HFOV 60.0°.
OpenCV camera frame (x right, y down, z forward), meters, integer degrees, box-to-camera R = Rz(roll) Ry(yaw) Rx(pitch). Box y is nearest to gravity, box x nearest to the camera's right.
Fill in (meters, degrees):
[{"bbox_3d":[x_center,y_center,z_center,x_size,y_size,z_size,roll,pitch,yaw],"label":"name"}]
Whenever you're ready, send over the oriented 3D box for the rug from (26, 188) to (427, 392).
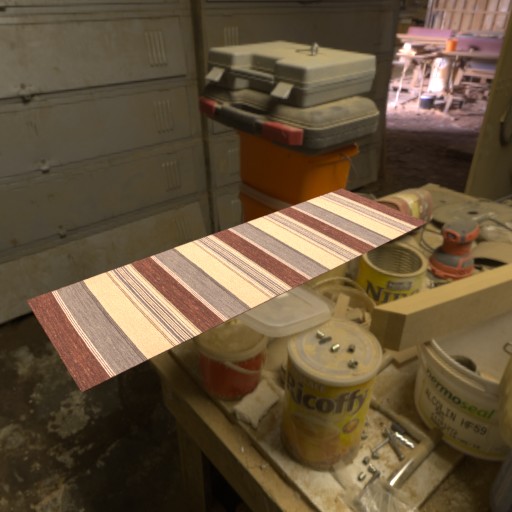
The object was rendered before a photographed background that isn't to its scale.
[{"bbox_3d":[0.000,0.000,2.704,2.437,0.006,0.792,-22,37,-33],"label":"rug"}]
